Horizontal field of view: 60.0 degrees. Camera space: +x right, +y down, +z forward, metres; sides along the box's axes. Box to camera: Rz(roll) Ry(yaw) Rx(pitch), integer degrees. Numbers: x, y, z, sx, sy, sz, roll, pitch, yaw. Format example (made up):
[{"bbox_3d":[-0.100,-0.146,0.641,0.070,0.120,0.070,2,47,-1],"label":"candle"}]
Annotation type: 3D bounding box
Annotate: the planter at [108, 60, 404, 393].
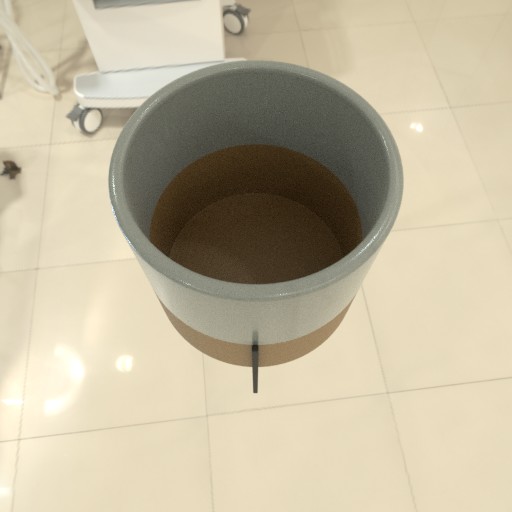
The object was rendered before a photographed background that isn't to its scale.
[{"bbox_3d":[0.000,0.000,0.728,0.348,0.480,0.360,0,64,0],"label":"planter"}]
